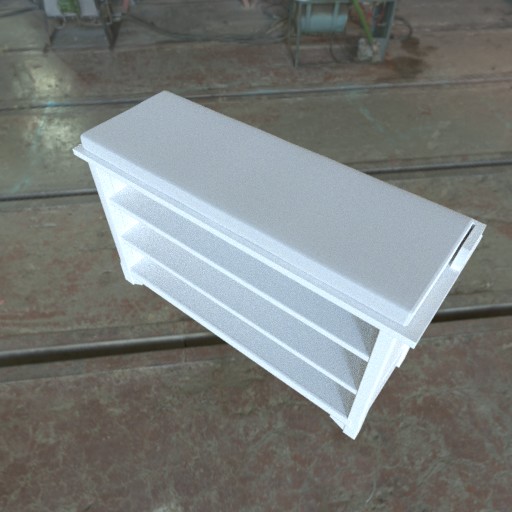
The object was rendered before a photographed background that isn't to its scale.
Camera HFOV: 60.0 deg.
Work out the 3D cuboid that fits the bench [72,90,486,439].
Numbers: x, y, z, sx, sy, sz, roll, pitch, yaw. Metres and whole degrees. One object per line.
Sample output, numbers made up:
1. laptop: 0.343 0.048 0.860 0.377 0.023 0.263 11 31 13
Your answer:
1. bench: 0.000 0.000 1.262 0.987 0.589 0.346 30 54 25
